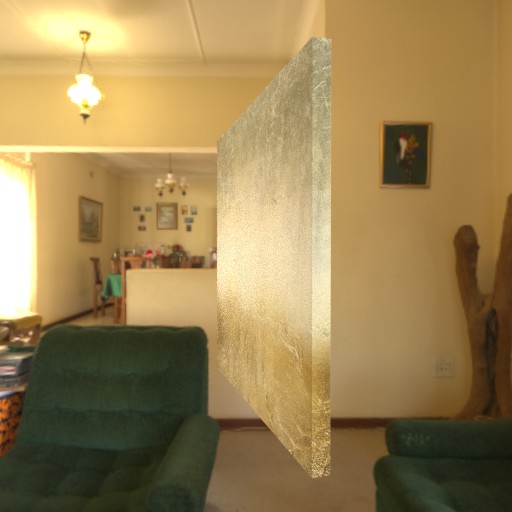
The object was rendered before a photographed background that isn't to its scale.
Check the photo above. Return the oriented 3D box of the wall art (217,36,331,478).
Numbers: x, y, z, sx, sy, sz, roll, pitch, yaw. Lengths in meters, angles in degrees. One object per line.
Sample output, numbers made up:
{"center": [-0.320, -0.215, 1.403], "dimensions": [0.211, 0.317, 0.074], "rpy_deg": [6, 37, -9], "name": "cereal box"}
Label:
{"center": [0.000, 0.000, 1.622], "dimensions": [0.051, 1.091, 1.092], "rpy_deg": [0, 1, -17], "name": "wall art"}
